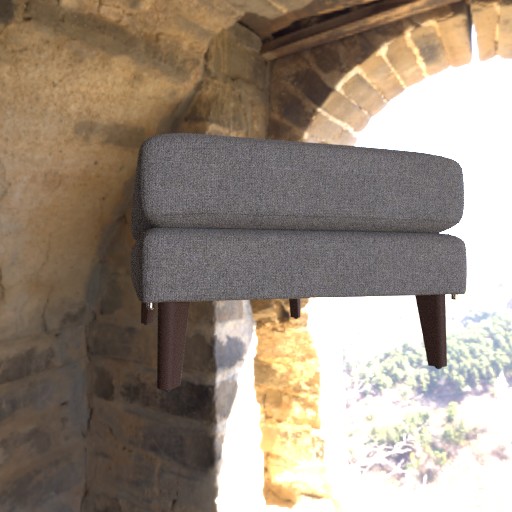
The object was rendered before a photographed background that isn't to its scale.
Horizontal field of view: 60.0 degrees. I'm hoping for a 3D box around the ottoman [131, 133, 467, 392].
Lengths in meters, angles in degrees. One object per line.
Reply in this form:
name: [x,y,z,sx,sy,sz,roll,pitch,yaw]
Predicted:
ottoman: [0.000,0.000,1.141,0.611,0.441,0.821,0,0,-16]
